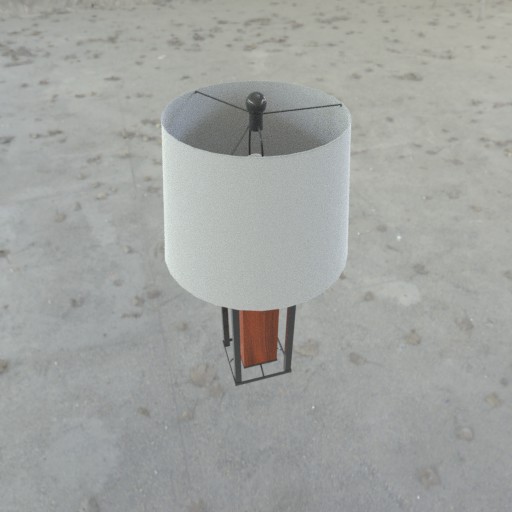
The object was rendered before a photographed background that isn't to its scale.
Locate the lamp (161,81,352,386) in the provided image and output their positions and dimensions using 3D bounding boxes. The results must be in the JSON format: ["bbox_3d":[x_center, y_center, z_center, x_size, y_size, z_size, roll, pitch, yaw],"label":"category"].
[{"bbox_3d":[0.000,0.000,0.801,0.320,0.591,0.320,0,40,0],"label":"lamp"}]
